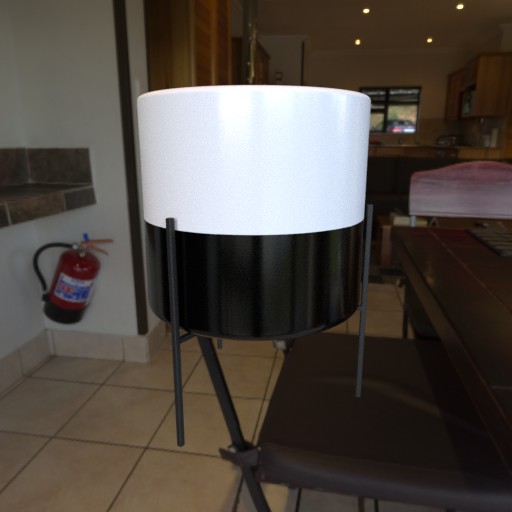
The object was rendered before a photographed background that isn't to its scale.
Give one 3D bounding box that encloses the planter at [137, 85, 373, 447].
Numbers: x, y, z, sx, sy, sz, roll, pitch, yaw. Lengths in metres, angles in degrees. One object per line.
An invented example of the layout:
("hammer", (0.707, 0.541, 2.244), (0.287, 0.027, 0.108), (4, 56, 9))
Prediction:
("planter", (0.000, 0.000, 0.643), (0.310, 0.432, 0.310), (-2, 15, -9))
